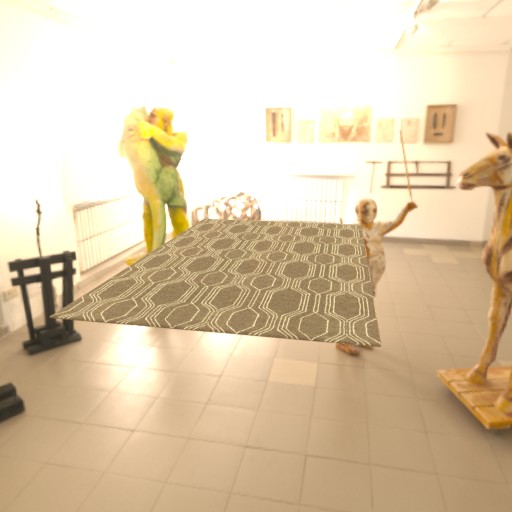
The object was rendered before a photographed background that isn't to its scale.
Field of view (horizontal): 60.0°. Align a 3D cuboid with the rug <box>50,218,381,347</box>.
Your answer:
[{"bbox_3d":[0.000,0.000,3.140,1.541,0.012,2.457,3,16,11],"label":"rug"}]
